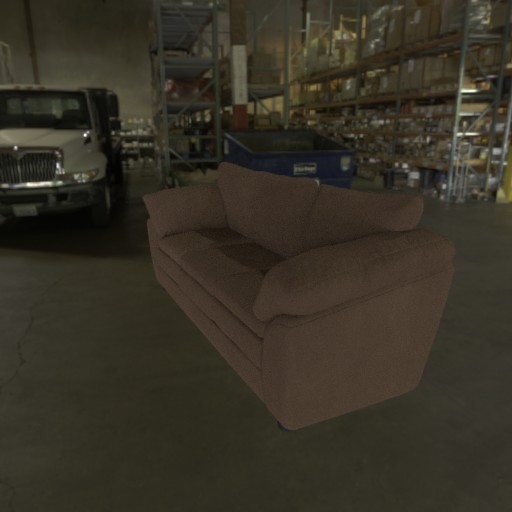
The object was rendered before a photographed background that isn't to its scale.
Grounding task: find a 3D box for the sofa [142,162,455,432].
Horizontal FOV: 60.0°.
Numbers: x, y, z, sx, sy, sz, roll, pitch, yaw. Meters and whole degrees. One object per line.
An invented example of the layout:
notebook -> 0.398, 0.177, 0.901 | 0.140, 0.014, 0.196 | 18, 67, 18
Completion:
sofa -> 0.000, 0.000, 2.799 | 0.878, 1.015, 2.336 | -8, 18, -25
